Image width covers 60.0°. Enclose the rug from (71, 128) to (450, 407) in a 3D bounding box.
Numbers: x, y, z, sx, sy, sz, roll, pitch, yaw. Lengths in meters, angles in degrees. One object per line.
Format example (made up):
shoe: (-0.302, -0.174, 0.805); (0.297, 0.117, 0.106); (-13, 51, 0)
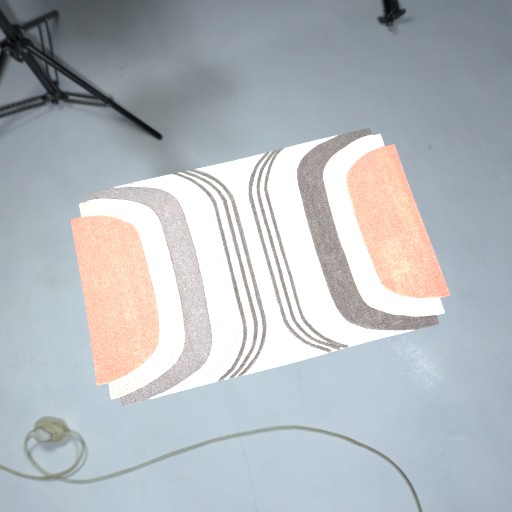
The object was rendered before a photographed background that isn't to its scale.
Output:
rug: (0.000, 0.000, 3.109); (2.446, 0.017, 1.530); (-14, 76, -4)
